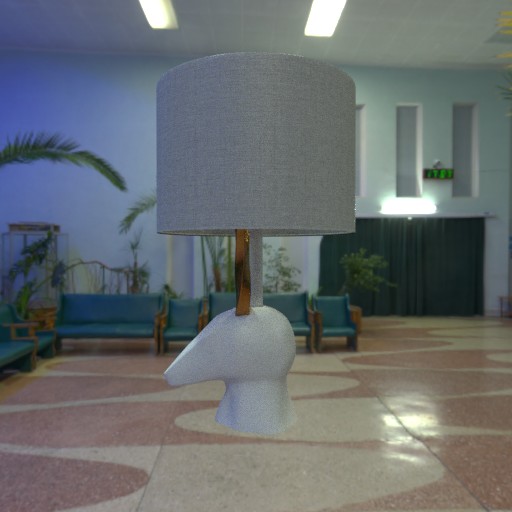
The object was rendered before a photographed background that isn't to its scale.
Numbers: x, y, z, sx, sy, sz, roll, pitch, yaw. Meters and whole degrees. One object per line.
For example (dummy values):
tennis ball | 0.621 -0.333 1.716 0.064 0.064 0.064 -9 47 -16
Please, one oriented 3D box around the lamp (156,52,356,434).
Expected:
lamp | 0.000 0.000 0.683 0.298 0.503 0.298 0 1 1
